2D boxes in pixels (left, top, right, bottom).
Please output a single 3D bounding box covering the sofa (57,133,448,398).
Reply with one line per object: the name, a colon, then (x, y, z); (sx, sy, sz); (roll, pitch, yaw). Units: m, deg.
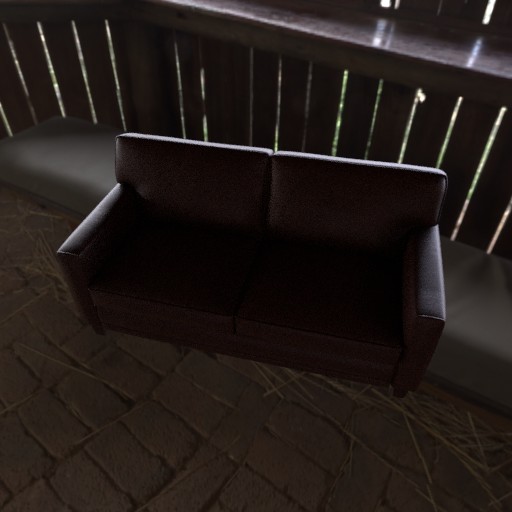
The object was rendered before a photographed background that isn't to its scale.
sofa: (0.000, 0.000, 2.401); (1.876, 0.928, 0.912); (9, 42, 11)
